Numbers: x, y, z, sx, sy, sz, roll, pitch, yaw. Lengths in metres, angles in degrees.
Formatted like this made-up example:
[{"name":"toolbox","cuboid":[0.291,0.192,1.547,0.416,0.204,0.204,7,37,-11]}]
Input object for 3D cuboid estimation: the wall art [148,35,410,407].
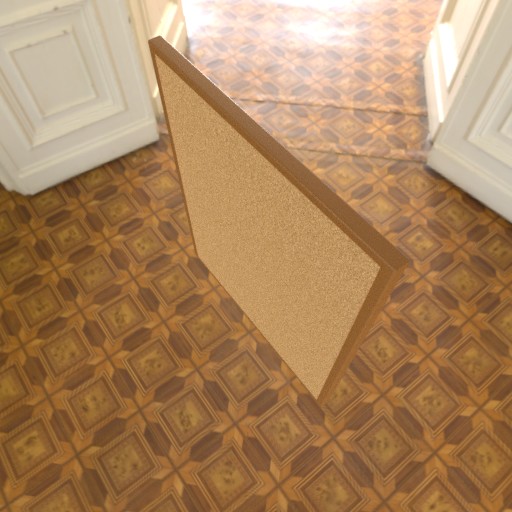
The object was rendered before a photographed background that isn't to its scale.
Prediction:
[{"name":"wall art","cuboid":[0.000,0.000,0.510,0.015,0.379,0.310,-33,64,-19]}]
